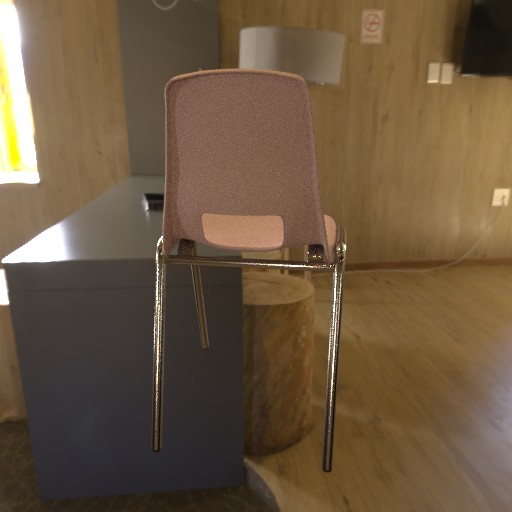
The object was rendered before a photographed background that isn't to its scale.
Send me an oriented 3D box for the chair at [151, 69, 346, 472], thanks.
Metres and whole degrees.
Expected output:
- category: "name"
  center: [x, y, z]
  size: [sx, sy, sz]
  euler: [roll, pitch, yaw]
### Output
- category: "chair"
  center: [0.000, 0.000, 0.951]
  size: [0.381, 0.704, 0.436]
  euler: [3, 17, 9]
